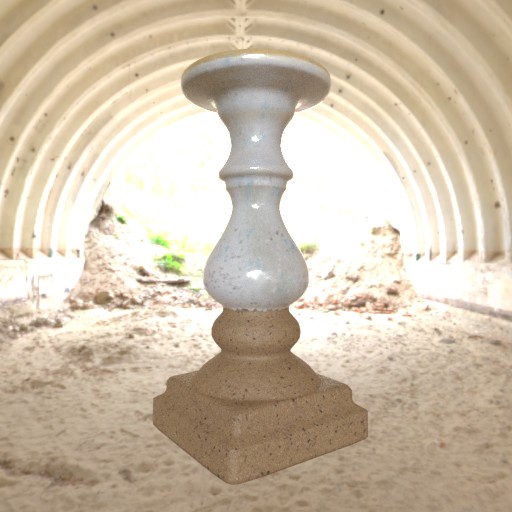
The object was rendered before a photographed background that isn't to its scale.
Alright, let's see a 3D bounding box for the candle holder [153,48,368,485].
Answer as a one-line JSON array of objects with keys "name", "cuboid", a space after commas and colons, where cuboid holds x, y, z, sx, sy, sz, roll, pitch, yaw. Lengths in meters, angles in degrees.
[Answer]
[{"name": "candle holder", "cuboid": [0.000, 0.000, 0.304, 0.110, 0.239, 0.110, 0, 0, -35]}]
